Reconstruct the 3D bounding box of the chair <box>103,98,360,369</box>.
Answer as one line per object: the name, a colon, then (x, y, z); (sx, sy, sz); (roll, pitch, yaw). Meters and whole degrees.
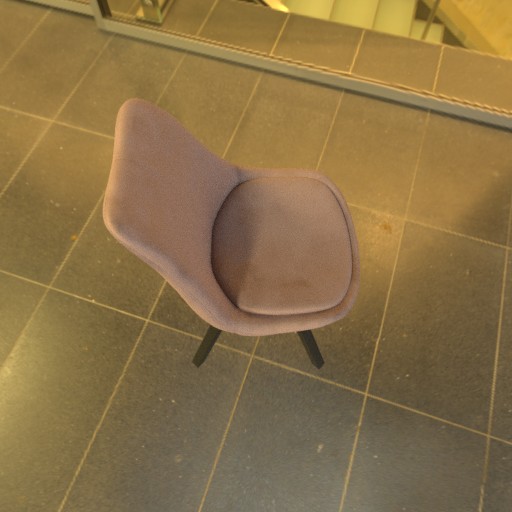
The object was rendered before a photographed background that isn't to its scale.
chair: (0.000, 0.000, 1.205); (0.547, 0.865, 0.483); (-1, 64, 0)
